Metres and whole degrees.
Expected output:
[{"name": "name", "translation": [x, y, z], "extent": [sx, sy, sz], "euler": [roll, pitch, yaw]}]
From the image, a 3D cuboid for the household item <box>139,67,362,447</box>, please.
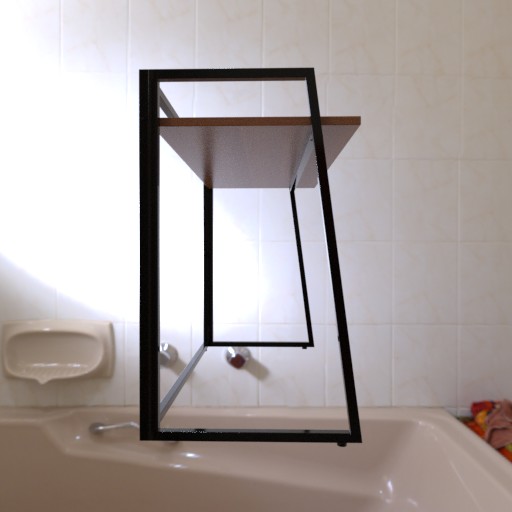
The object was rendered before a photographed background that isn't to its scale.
[{"name": "household item", "translation": [0.000, 0.000, 1.530], "extent": [0.510, 0.860, 1.050], "euler": [0, 0, 1]}]
